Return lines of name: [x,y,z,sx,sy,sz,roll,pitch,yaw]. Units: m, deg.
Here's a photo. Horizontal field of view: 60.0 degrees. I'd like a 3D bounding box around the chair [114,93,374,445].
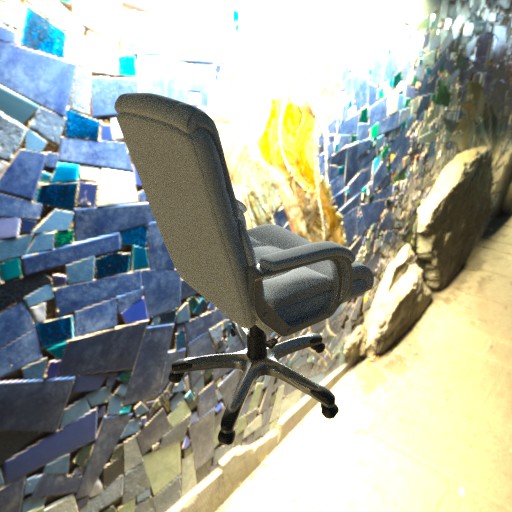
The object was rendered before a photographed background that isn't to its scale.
chair: [0.000,0.000,1.575,0.738,1.120,0.687,-17,30,-32]
